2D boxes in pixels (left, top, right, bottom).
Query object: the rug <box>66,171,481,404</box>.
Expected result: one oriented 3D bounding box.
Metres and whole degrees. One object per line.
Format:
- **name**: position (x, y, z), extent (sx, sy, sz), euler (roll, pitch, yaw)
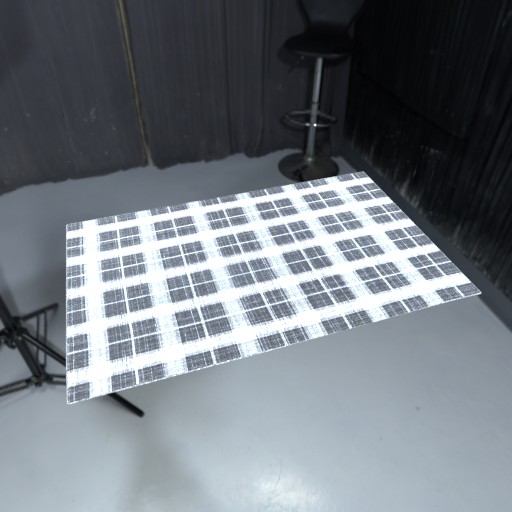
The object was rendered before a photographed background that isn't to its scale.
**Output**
- **rug**: position (0.000, 0.000, 2.981), extent (2.434, 0.015, 1.520), euler (-12, 43, -13)
